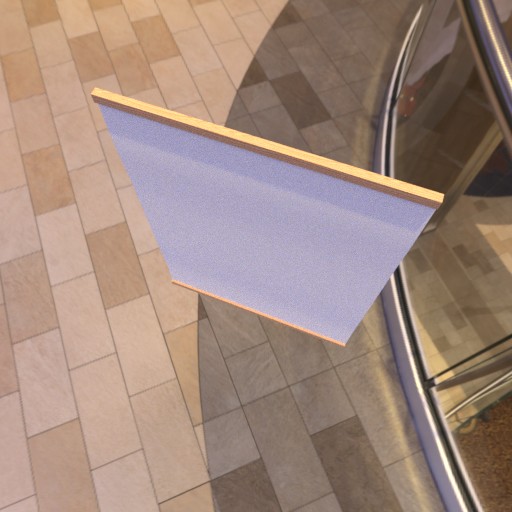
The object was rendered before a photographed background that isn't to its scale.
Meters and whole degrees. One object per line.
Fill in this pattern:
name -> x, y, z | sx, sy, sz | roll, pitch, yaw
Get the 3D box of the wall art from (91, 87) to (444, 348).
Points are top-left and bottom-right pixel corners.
wall art -> 0.000, 0.000, 1.328 | 0.739, 1.016, 0.020 | 19, 65, 9
